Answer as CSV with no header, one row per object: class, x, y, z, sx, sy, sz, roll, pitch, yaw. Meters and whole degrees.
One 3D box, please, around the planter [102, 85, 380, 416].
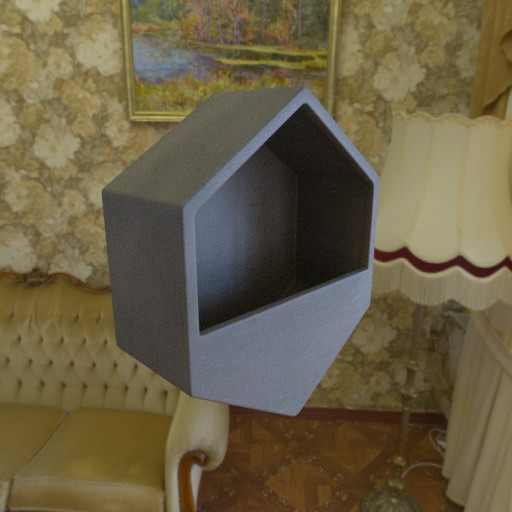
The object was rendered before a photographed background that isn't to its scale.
planter,0.000,0.000,0.293,0.169,0.206,0.077,-16,22,-42
